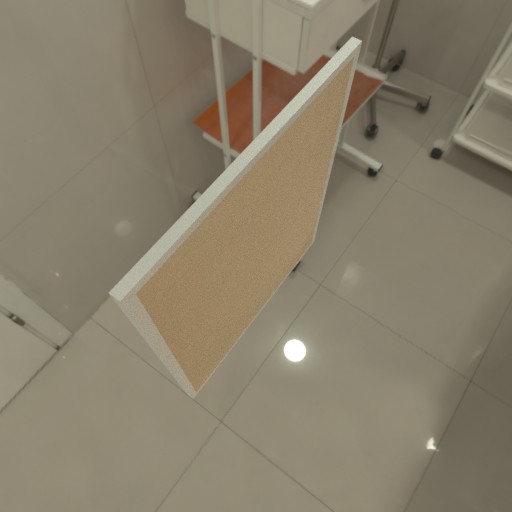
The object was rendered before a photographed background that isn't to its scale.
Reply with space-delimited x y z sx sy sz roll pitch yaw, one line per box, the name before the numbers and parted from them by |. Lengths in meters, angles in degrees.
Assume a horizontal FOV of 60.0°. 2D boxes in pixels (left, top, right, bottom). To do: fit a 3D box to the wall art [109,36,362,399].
wall art | 0.000 0.000 0.625 0.013 0.456 0.382 33 67 16
